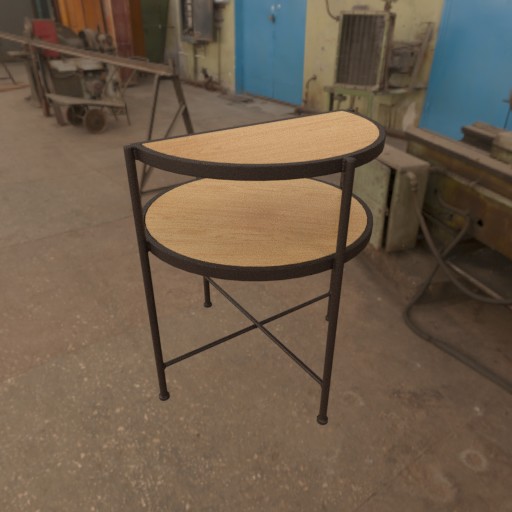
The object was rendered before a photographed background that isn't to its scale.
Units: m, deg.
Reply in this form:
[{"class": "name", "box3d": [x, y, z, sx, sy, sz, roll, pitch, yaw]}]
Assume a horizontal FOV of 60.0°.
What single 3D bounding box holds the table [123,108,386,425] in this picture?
[{"class": "table", "box3d": [0.000, 0.000, 1.175, 0.629, 0.684, 0.628, -19, 35, -29]}]
